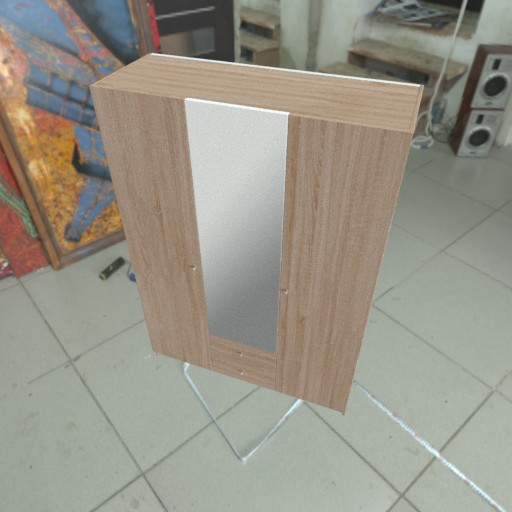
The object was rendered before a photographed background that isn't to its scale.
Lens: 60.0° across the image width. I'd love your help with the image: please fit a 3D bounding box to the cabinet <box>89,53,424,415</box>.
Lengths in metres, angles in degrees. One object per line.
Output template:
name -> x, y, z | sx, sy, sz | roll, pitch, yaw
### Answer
cabinet -> 0.000, 0.000, 2.796 | 1.500, 2.120, 0.590 | 13, 42, 15
